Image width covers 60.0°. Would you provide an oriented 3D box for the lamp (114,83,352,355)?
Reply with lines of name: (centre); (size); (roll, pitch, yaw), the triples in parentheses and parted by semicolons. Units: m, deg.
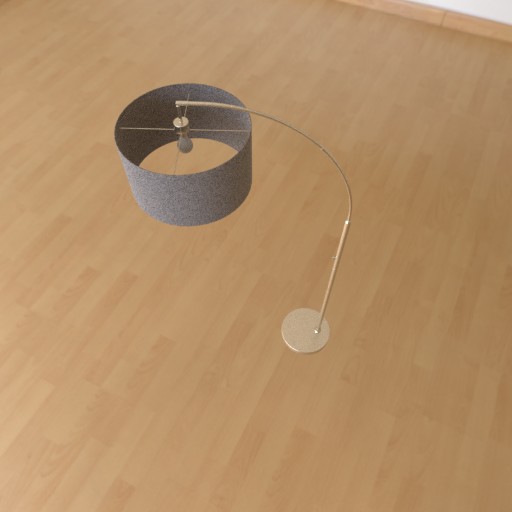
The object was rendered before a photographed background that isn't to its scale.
lamp: (0.000, 0.000, 2.109); (0.934, 1.735, 0.452); (2, 57, 1)
